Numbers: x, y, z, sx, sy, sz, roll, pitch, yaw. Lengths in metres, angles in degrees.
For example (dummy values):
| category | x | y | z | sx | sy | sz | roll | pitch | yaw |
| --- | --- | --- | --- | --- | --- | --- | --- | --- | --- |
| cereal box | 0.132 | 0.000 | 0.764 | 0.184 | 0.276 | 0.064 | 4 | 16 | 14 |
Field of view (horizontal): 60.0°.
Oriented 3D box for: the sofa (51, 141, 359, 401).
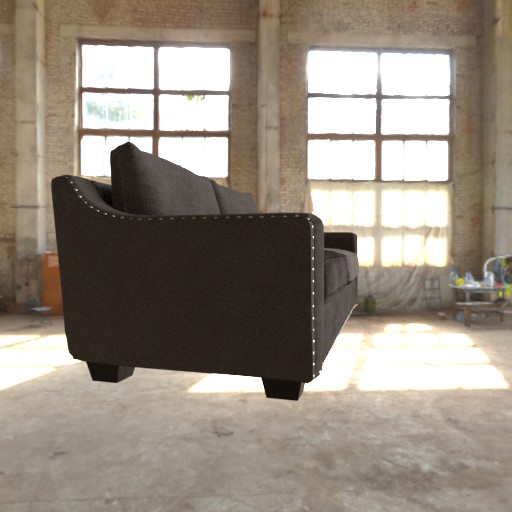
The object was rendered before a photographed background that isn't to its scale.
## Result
| category | x | y | z | sx | sy | sz | roll | pitch | yaw |
| --- | --- | --- | --- | --- | --- | --- | --- | --- | --- |
| sofa | 0.000 | 0.000 | 3.184 | 1.336 | 1.196 | 2.550 | 0 | 1 | 16 |
